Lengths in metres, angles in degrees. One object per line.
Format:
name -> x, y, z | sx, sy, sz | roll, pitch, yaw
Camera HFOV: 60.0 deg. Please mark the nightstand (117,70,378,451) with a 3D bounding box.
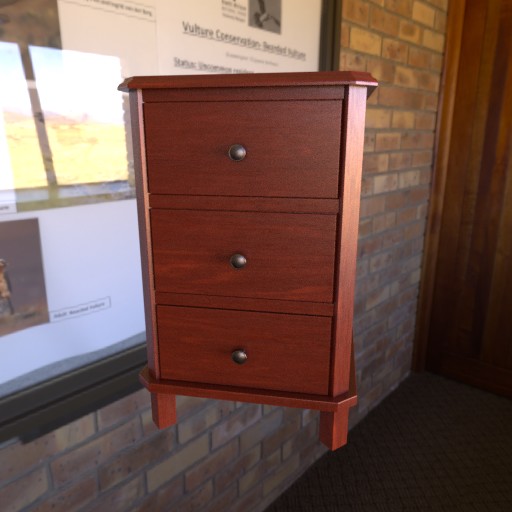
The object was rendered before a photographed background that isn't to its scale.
nightstand -> 0.000, 0.000, 0.938 | 0.435, 0.681, 0.351 | 3, 15, 10
